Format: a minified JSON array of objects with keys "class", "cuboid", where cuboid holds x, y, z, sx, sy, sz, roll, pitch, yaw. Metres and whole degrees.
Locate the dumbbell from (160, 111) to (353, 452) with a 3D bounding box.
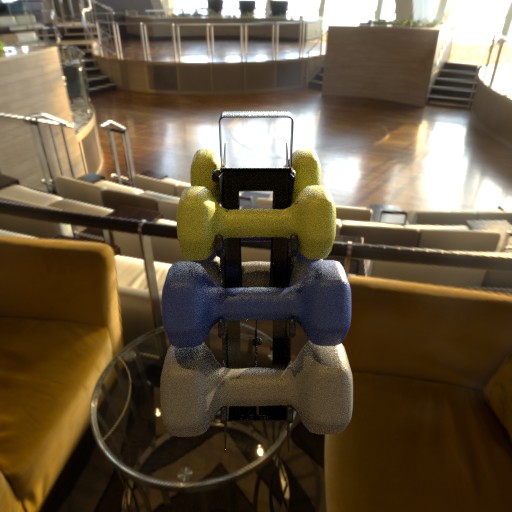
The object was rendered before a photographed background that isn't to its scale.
[{"class":"dumbbell","cuboid":[0.000,0.000,0.675,0.261,0.426,0.416,0,32,0]}]
